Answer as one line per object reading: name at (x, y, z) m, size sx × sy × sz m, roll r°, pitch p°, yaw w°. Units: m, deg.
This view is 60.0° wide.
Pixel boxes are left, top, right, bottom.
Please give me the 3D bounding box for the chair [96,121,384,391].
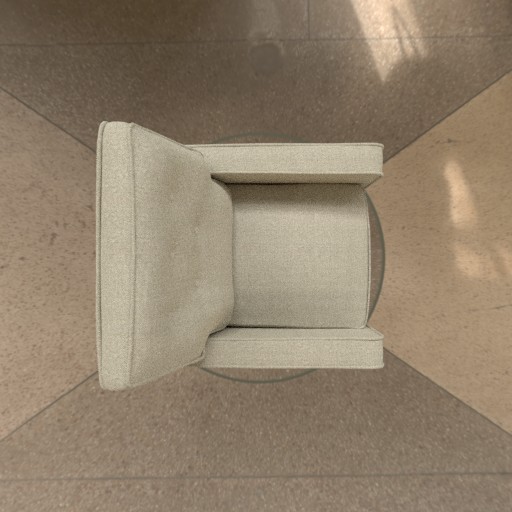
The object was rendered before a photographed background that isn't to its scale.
chair at (0.000, 0.000, 1.365) m, size 0.754 × 0.888 × 0.648 m, roll 0°, pitch 90°, yaw 0°
